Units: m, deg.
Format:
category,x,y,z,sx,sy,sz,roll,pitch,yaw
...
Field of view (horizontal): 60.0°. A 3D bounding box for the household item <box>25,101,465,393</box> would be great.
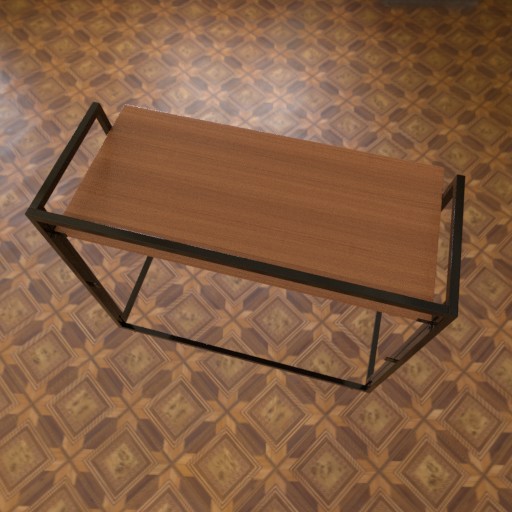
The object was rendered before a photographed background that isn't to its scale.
category,x,y,z,sx,sy,sz,roll,pitch,yaw
household item,0.000,0.000,1.523,1.050,0.860,0.510,13,63,7
